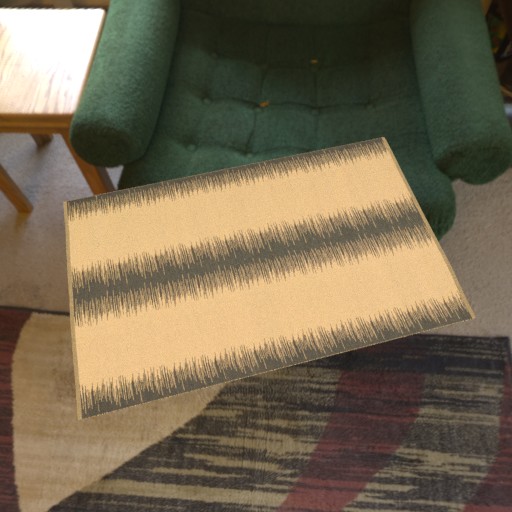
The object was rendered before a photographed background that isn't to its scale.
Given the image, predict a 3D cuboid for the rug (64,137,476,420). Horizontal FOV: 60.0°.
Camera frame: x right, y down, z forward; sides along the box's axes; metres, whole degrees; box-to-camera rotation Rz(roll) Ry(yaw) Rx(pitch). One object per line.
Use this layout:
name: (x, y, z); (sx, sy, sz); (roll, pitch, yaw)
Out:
rug: (0.000, 0.000, 2.957); (2.453, 0.003, 1.519); (-13, 63, -7)
